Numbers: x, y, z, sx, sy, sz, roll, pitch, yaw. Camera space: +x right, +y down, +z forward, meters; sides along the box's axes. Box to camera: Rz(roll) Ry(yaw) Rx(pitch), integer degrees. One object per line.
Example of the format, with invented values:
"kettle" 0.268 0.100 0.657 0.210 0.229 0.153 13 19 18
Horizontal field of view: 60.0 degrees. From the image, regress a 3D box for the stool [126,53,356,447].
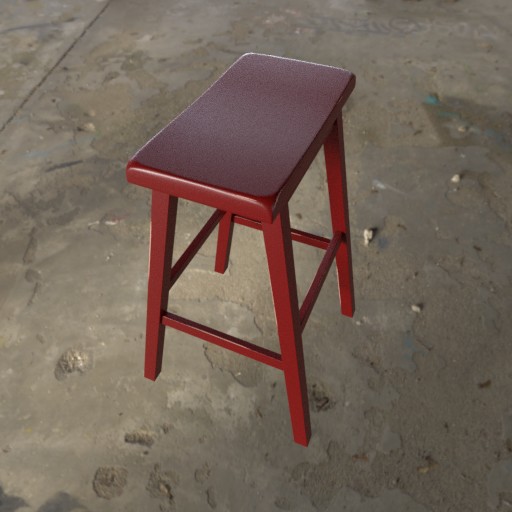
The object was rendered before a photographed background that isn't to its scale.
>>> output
"stool" 0.000 0.000 1.035 0.476 0.737 0.457 18 49 16
